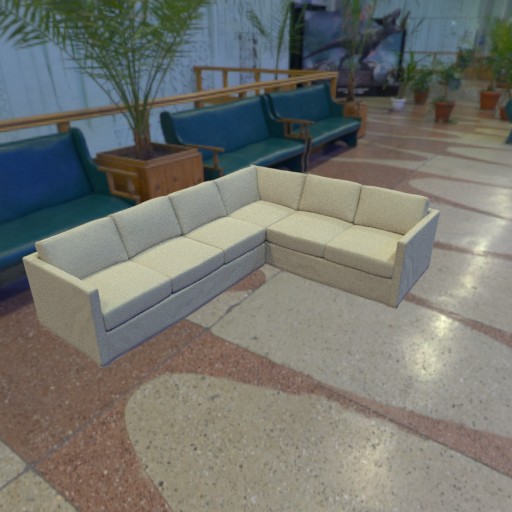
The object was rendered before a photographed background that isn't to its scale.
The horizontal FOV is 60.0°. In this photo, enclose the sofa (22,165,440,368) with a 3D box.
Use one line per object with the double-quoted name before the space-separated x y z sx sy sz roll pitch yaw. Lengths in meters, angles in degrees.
"sofa" 0.000 0.000 4.215 2.432 0.871 3.182 18 32 32
